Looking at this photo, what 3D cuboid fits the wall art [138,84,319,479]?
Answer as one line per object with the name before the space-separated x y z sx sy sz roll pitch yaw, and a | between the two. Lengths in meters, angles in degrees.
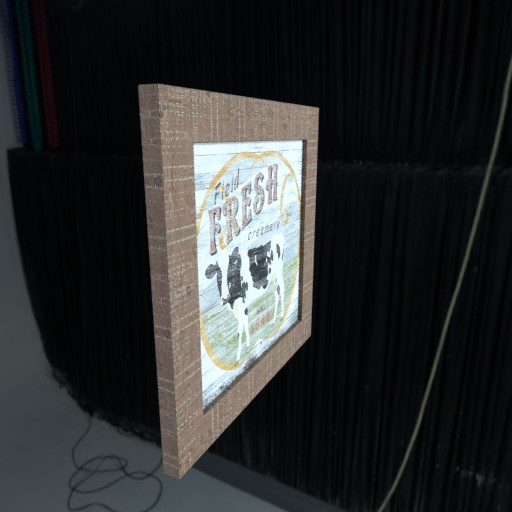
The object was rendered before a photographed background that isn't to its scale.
wall art | 0.000 0.000 0.798 0.029 0.531 0.531 8 17 26
